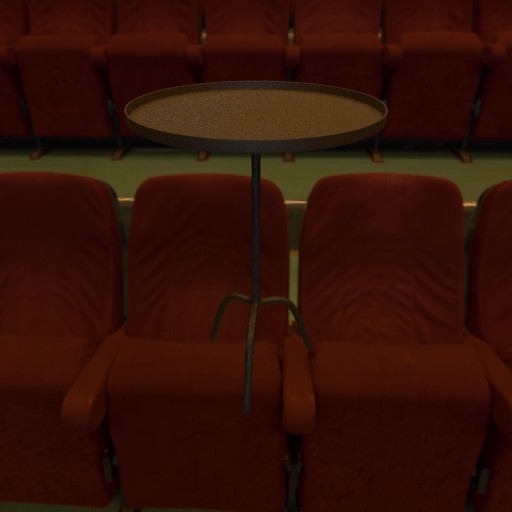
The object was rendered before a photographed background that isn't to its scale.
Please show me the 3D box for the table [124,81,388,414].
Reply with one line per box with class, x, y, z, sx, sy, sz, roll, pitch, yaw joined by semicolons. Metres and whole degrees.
table;0.000;0.000;1.051;0.502;0.700;0.502;1;31;2
